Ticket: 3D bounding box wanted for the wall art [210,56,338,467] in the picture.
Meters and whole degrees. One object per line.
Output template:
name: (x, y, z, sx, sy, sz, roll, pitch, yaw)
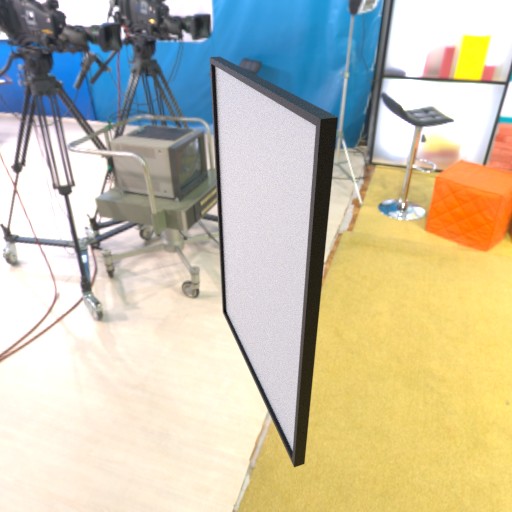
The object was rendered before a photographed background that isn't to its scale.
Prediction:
wall art: (0.000, 0.000, 1.418, 0.036, 1.070, 0.802, -11, 34, -17)
